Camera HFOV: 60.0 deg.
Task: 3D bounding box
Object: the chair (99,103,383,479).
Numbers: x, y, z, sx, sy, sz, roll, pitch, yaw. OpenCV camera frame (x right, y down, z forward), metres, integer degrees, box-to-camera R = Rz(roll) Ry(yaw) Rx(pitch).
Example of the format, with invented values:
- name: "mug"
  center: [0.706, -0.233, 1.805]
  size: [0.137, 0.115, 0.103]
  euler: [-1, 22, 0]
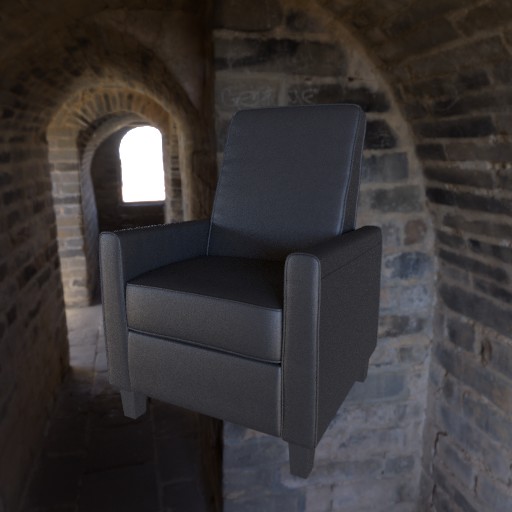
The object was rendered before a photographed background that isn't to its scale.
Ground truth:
- name: "chair"
  center: [0.000, 0.000, 1.483]
  size: [0.705, 1.013, 0.746]
  euler: [7, 15, 27]
